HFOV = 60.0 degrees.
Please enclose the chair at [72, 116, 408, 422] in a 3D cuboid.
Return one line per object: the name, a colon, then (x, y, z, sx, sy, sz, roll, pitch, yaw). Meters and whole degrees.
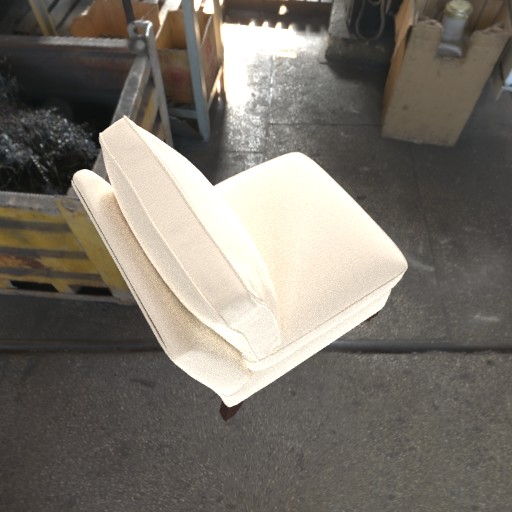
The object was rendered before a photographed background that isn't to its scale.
chair: (0.000, 0.000, 1.406, 0.781, 0.887, 0.630, -29, 62, -17)
